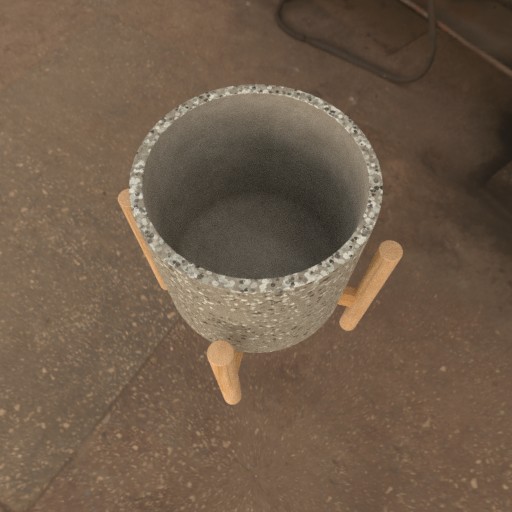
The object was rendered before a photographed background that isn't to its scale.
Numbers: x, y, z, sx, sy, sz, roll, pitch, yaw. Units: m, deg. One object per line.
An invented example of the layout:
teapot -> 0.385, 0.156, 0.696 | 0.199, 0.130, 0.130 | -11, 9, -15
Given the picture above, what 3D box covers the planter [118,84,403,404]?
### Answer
planter -> 0.000, 0.000, 0.534 | 0.284, 0.320, 0.284 | 33, 68, 15
